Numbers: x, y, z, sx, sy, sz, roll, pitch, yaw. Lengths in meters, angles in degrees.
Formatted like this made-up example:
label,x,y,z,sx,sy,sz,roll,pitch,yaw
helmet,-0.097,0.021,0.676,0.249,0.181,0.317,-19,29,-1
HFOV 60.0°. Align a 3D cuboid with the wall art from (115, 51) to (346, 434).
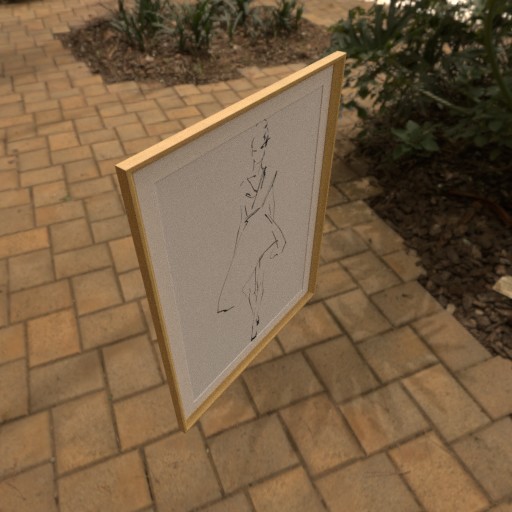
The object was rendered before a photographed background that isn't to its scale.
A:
label,x,y,z,sx,sy,sz,roll,pitch,yaw
wall art,0.000,0.000,1.369,0.030,1.002,0.798,28,49,27
